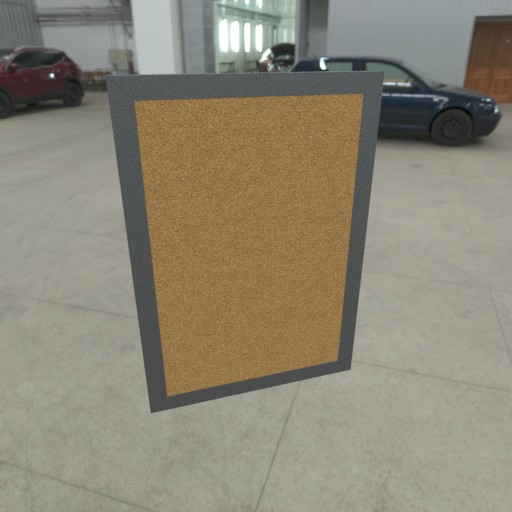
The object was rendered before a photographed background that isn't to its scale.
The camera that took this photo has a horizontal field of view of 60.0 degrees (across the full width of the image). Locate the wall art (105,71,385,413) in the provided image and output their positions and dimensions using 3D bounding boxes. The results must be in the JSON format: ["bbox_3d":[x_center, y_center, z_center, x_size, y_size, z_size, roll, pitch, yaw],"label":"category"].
[{"bbox_3d":[0.000,0.000,0.698,0.380,0.534,0.013,-8,26,-16],"label":"wall art"}]
